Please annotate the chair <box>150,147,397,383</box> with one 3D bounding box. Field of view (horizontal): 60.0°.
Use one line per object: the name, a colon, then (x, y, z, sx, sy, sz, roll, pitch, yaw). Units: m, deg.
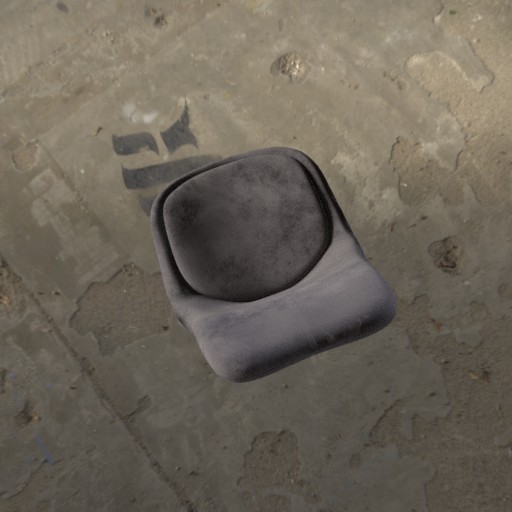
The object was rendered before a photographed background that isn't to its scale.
chair: (0.000, 0.000, 1.157, 0.476, 0.850, 0.550, -20, 78, -4)
